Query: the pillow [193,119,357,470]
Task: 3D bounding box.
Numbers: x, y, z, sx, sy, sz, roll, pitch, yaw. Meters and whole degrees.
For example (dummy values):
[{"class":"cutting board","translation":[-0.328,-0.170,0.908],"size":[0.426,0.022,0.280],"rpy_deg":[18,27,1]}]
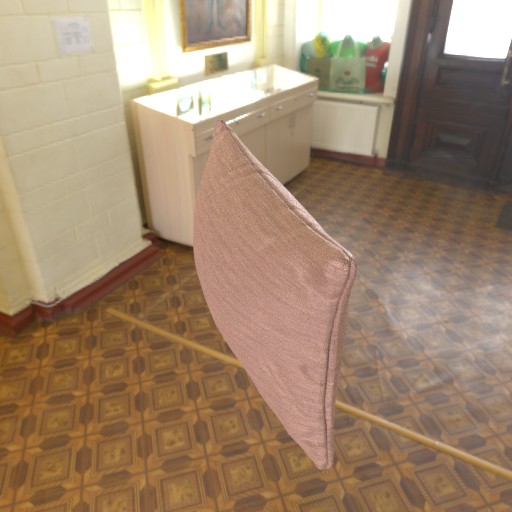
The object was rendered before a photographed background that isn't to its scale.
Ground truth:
[{"class":"pillow","translation":[0.000,0.000,0.784],"size":[0.210,0.338,0.633],"rpy_deg":[-8,31,-14]}]
